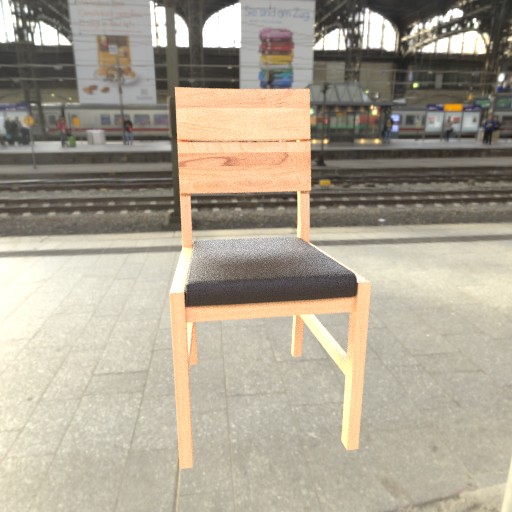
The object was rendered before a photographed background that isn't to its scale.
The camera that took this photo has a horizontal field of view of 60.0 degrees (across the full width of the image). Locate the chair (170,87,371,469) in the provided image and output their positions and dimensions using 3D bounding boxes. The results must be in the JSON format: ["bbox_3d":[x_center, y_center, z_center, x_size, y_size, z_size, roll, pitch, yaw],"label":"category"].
[{"bbox_3d":[0.000,0.000,1.283,0.475,0.950,0.560,-3,17,-8],"label":"chair"}]
